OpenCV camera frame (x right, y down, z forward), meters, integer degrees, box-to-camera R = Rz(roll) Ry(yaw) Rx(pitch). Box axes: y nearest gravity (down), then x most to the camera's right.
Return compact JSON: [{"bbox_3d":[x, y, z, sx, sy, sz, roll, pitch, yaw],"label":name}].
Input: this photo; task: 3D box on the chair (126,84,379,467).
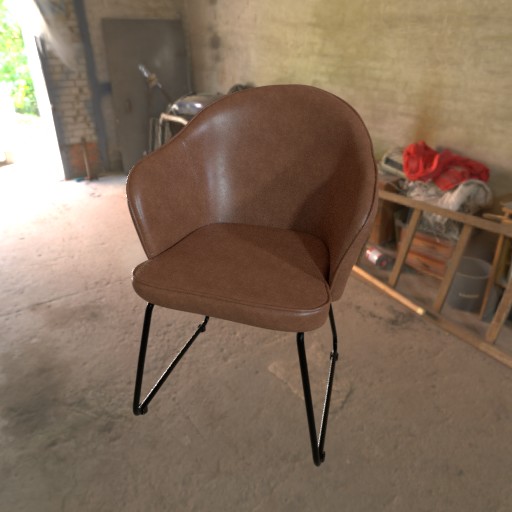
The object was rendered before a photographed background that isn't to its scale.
[{"bbox_3d":[0.000,0.000,1.163,0.582,0.785,0.580,8,29,15],"label":"chair"}]
